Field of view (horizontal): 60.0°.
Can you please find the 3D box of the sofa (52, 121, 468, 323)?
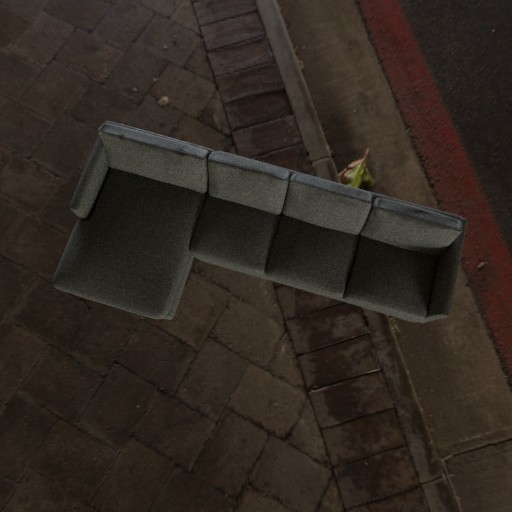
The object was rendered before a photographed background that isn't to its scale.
[{"bbox_3d":[0.000,0.000,4.119,3.485,0.960,1.635,16,77,4],"label":"sofa"}]
